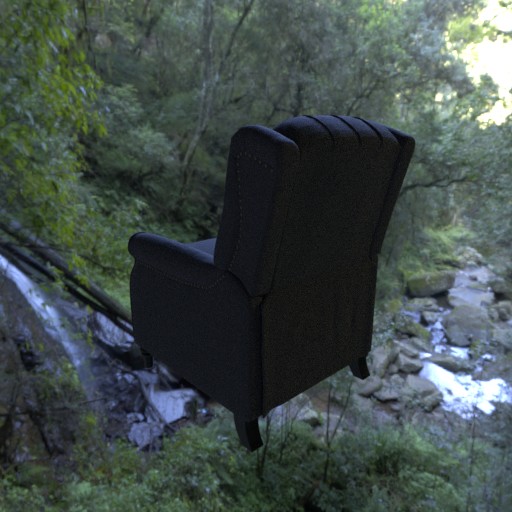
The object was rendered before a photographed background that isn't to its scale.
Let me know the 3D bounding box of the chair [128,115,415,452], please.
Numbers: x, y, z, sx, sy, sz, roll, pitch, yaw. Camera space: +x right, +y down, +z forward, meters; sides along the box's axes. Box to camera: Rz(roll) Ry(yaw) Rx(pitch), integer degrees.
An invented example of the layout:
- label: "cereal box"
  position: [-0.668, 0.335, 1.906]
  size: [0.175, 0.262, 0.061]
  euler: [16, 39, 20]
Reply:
- label: "chair"
  position: [0.000, 0.000, 1.718]
  size: [0.742, 1.035, 0.898]
  euler: [-15, 22, -41]
